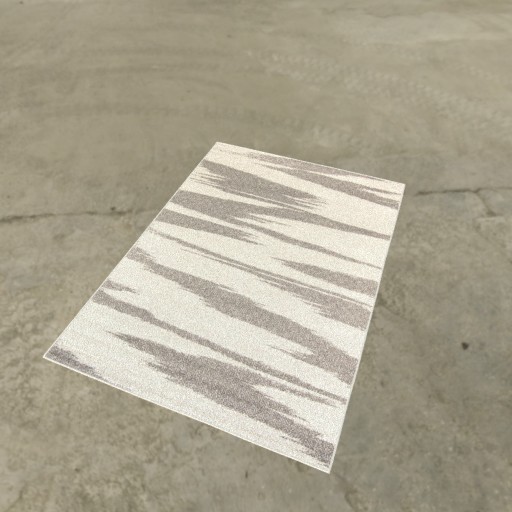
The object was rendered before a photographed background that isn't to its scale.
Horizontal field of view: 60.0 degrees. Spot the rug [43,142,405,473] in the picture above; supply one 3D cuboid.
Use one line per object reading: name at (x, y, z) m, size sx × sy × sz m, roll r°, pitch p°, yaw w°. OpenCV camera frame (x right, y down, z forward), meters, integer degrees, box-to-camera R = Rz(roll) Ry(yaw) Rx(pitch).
rug at (0.000, 0.000, 2.772) m, size 1.533 × 0.010 × 2.142 m, roll 16°, pitch 49°, yaw 14°
